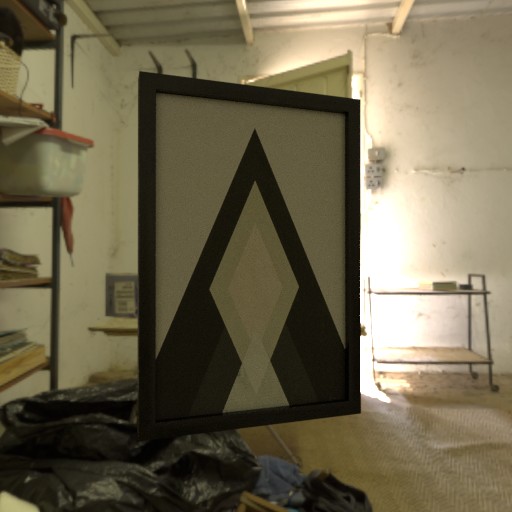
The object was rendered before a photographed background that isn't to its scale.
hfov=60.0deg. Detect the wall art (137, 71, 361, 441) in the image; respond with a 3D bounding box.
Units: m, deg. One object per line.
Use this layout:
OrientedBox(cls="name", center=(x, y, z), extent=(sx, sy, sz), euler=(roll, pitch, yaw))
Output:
OrientedBox(cls="wall art", center=(0.000, 0.000, 0.609), extent=(0.313, 0.457, 0.031), euler=(0, 0, -18))
